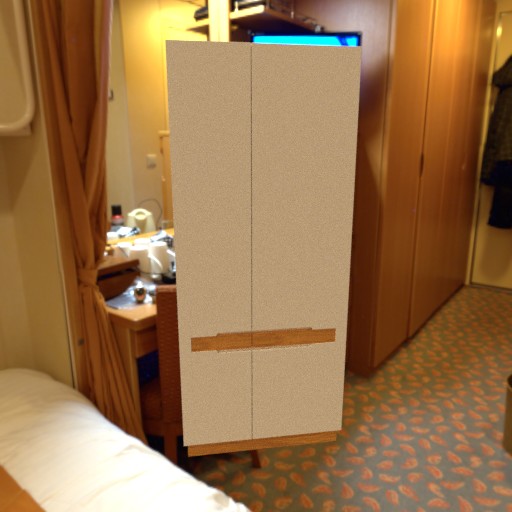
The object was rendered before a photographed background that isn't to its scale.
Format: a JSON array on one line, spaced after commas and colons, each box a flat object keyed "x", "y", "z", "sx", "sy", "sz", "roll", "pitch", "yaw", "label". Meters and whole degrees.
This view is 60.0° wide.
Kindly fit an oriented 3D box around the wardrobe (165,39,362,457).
[{"x": 0.000, "y": 0.000, "z": 2.445, "sx": 0.860, "sy": 2.040, "sz": 0.600, "roll": -2, "pitch": 14, "yaw": -9, "label": "wardrobe"}]
